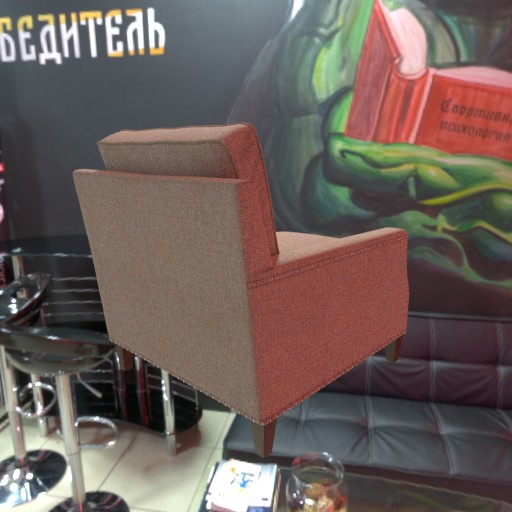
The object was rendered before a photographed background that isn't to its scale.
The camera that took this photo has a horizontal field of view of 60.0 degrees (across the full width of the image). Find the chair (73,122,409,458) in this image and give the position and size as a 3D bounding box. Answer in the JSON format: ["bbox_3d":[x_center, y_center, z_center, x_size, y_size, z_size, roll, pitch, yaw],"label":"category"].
[{"bbox_3d":[0.000,0.000,1.723,0.853,0.943,1.014,12,18,42],"label":"chair"}]
